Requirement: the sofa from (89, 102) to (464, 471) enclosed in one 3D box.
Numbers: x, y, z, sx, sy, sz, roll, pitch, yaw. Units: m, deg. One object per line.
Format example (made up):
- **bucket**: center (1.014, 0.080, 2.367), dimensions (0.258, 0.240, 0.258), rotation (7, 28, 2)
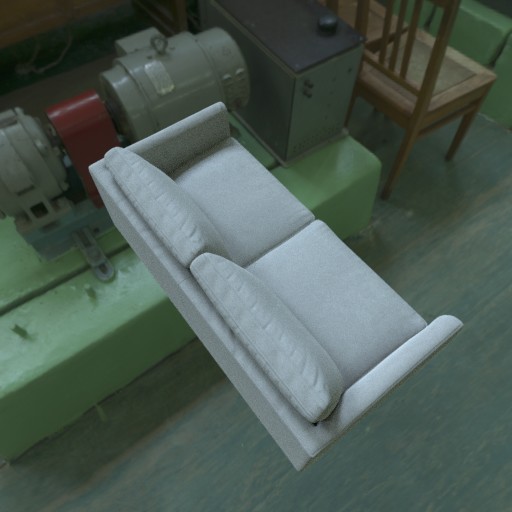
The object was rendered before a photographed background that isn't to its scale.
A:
- **sofa**: center (0.000, 0.000, 2.814), dimensions (1.090, 0.838, 2.588), rotation (-33, 64, -19)
